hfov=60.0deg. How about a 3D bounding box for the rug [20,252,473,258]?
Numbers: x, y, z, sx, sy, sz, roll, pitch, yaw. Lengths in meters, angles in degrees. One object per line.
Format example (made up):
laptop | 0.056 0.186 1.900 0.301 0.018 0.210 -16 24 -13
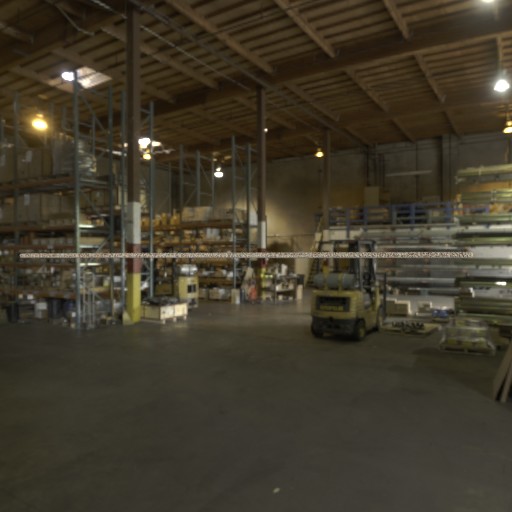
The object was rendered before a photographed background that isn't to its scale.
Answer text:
rug | 0.000 0.000 3.360 2.743 0.030 1.778 0 0 18
